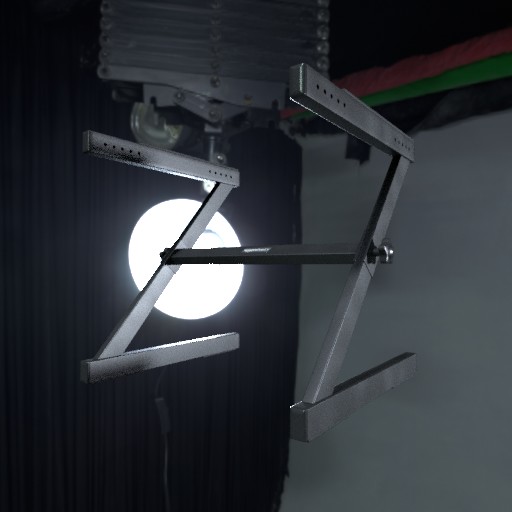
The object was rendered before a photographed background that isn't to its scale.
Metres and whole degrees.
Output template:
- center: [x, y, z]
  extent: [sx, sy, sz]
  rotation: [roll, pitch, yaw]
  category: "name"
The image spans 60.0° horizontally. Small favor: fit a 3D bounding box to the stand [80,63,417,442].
- center: [0.000, 0.000, 1.124]
  extent: [0.700, 0.617, 0.586]
  rotation: [-1, -2, 36]
  category: "stand"
